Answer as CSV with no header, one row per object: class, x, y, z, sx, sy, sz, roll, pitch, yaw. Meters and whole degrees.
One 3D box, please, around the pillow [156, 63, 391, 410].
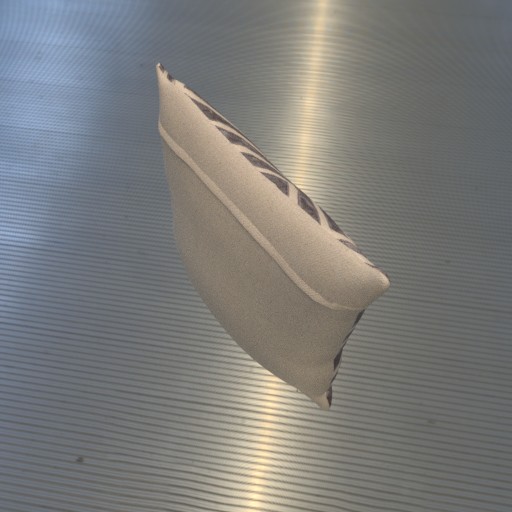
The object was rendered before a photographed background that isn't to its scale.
pillow,0.000,0.000,0.683,0.182,0.441,0.440,-33,63,-19
